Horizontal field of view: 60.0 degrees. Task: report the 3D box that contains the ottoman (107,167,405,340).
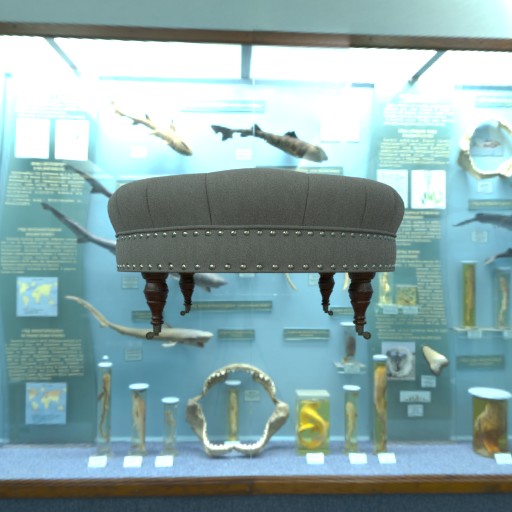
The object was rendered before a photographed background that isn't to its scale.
[{"bbox_3d":[0.000,0.000,1.412,0.901,0.439,0.901,0,-1,0],"label":"ottoman"}]
